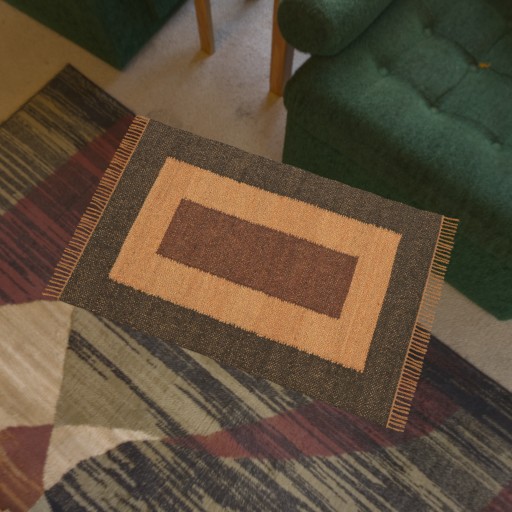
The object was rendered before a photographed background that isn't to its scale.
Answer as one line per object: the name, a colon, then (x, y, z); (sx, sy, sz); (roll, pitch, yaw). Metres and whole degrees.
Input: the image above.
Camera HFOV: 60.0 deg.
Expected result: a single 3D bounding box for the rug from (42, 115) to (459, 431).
rug: (0.000, 0.000, 1.862); (1.541, 0.013, 0.920); (20, 74, 6)
